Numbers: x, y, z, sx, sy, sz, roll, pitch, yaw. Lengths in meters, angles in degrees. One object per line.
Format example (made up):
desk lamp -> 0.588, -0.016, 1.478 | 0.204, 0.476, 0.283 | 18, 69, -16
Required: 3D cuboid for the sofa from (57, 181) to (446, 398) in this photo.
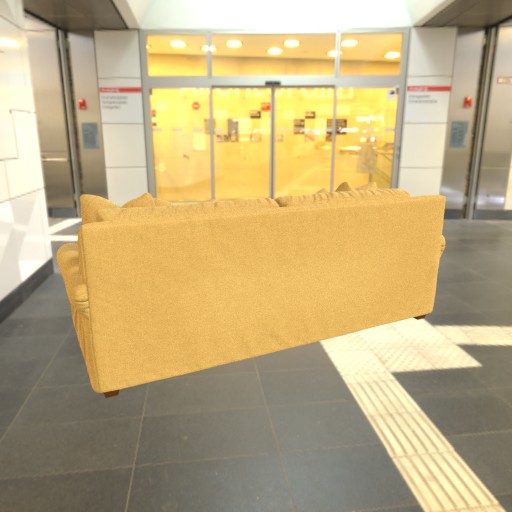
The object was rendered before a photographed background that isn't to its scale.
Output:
sofa -> 0.000, 0.000, 2.824 | 2.285, 0.904, 1.067 | -8, 17, -26
